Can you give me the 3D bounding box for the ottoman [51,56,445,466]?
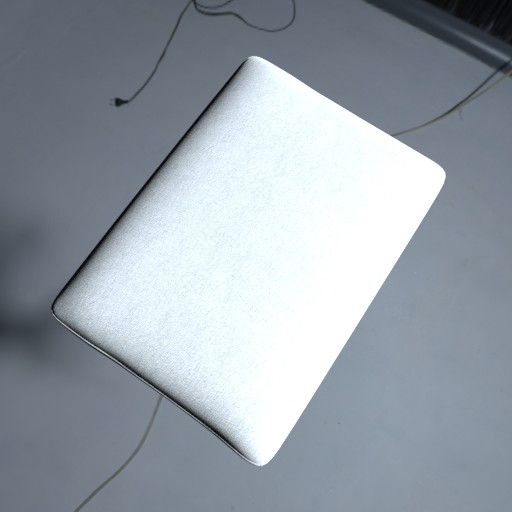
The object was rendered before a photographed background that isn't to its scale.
[{"bbox_3d":[0.000,0.000,1.078,0.549,0.428,0.749,34,79,8],"label":"ottoman"}]
